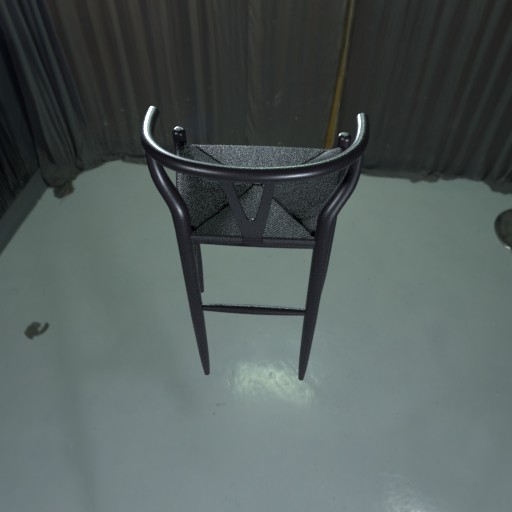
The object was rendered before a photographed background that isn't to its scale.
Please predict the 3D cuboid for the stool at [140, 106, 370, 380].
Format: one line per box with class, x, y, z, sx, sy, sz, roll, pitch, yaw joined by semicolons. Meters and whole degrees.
stool;0.000;0.000;1.421;0.569;1.072;0.579;3;47;2
